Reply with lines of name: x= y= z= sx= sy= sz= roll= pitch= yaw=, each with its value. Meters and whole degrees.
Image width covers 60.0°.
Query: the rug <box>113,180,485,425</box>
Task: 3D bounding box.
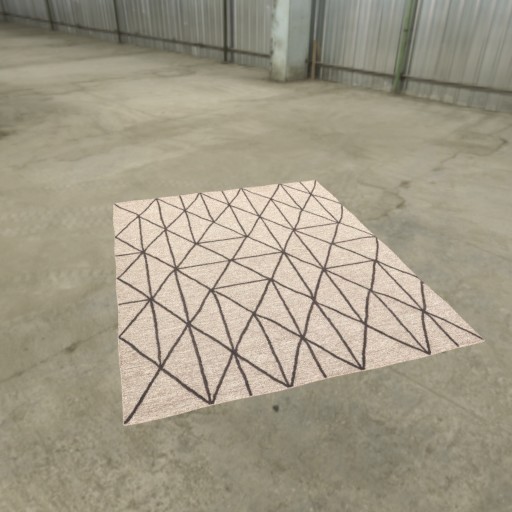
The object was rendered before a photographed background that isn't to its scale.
rug: x=0.000 y=0.000 z=4.030 sx=2.468 sy=0.022 sz=3.061 roll=-9 pitch=33 yaw=-14
